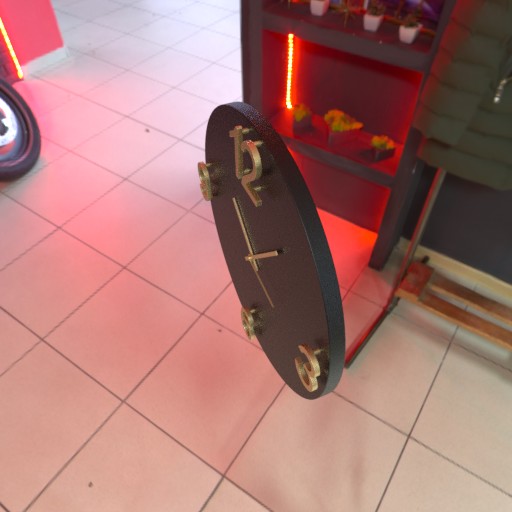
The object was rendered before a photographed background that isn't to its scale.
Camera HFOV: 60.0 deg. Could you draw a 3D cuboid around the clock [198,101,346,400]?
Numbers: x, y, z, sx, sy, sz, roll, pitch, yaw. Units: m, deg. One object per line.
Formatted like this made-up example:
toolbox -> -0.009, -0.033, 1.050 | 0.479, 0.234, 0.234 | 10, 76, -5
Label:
clock -> 0.000, 0.000, 0.687 | 0.038, 0.454, 0.454 | -18, 51, -15
